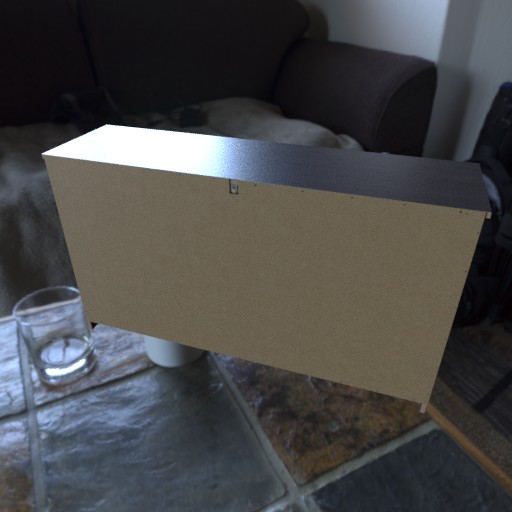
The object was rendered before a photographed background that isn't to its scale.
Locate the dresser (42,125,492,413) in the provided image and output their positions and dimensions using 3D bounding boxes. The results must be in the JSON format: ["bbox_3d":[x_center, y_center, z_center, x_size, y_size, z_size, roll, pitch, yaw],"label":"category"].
[{"bbox_3d":[0.000,0.000,1.635,1.360,0.755,0.401,10,33,16],"label":"dresser"}]
